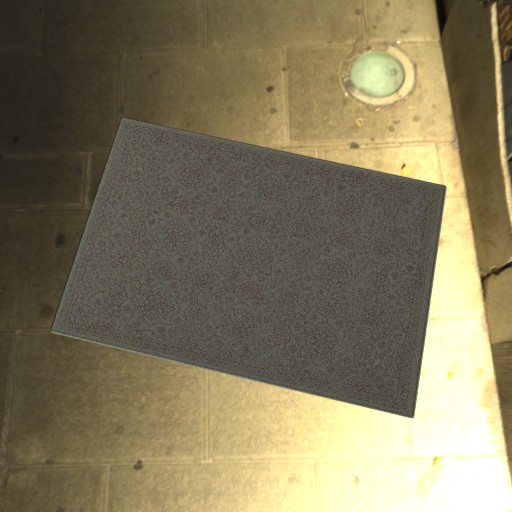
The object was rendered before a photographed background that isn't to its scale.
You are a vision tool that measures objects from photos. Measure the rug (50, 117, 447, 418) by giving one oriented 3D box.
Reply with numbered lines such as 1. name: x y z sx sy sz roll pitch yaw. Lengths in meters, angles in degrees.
1. rug: 0.000 0.000 2.296 1.829 0.010 1.219 13 77 3
